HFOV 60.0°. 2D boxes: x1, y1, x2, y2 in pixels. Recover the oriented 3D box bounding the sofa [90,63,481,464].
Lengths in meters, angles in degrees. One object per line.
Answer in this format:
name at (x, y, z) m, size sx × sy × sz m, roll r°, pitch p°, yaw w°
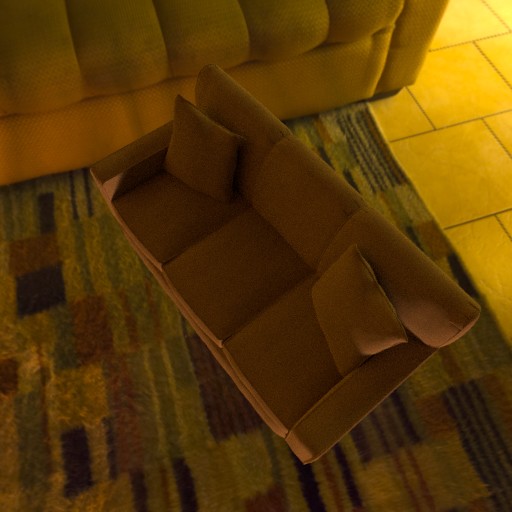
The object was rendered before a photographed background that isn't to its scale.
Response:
sofa at (0.000, 0.000, 2.516) m, size 0.997 × 0.958 × 2.024 m, roll -35°, pitch 68°, yaw -17°
